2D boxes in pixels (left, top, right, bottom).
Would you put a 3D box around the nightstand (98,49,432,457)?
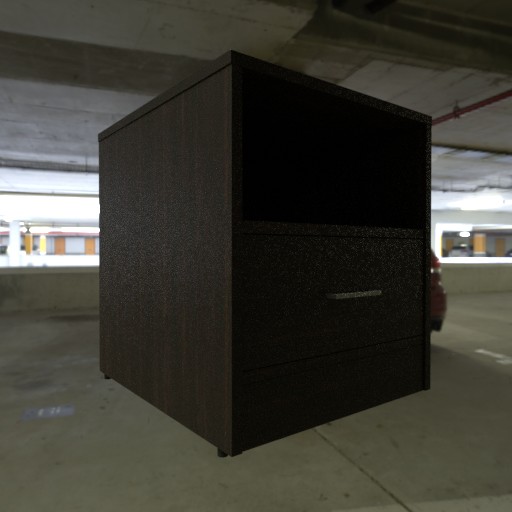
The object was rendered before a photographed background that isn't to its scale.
[{"bbox_3d":[0.000,0.000,0.780,0.400,0.460,0.461,-1,1,-37],"label":"nightstand"}]
